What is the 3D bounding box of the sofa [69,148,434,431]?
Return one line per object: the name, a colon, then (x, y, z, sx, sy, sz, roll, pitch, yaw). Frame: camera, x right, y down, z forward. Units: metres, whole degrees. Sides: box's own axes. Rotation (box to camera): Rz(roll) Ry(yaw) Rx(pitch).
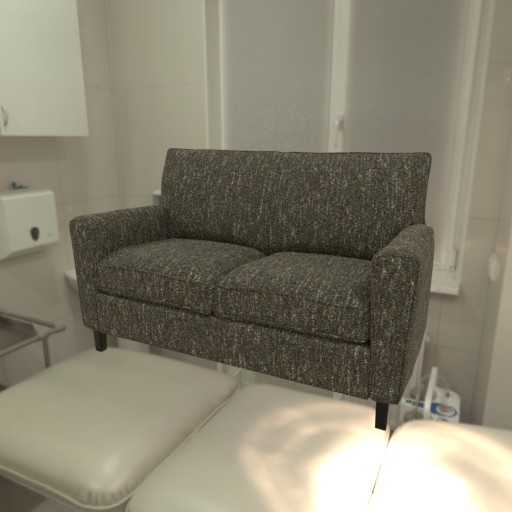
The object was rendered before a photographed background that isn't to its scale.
sofa: (0.000, 0.000, 2.058, 1.519, 0.946, 0.801, 7, 17, 25)
